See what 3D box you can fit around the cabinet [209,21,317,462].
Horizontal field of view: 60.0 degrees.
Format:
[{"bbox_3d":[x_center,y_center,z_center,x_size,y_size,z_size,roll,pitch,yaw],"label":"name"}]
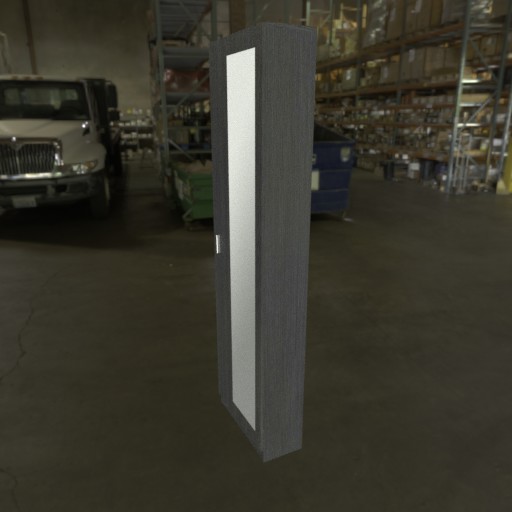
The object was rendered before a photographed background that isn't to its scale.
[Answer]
[{"bbox_3d":[0.000,0.000,1.985,0.230,1.790,0.500,-9,19,-25],"label":"cabinet"}]
